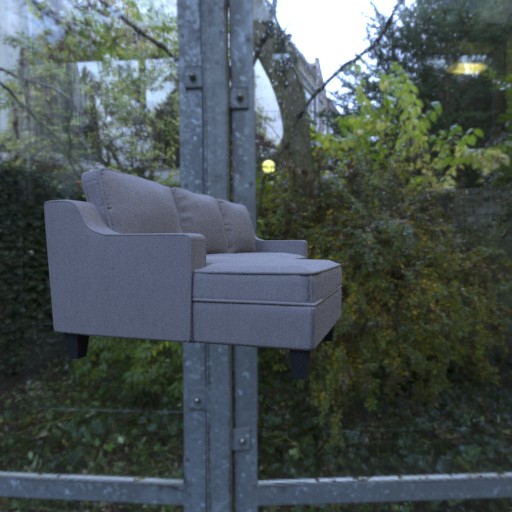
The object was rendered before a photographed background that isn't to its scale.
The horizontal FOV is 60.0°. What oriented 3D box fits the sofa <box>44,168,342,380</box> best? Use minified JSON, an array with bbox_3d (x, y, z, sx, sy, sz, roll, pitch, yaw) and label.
[{"bbox_3d":[0.000,0.000,3.103,1.294,0.928,2.561,0,1,18],"label":"sofa"}]
